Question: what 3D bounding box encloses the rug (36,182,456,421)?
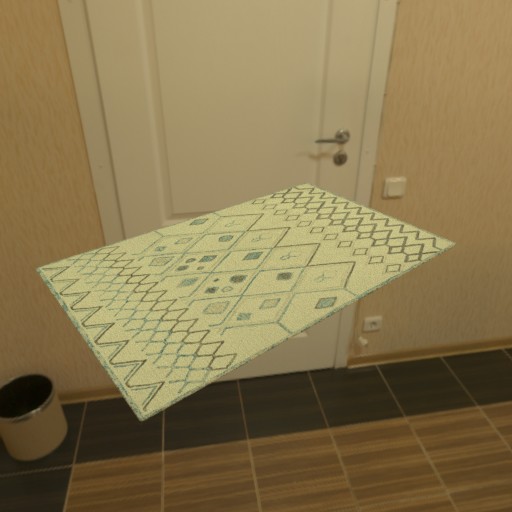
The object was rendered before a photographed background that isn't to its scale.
[{"bbox_3d":[0.000,0.000,3.006,2.439,0.015,1.524,-22,37,-32],"label":"rug"}]
